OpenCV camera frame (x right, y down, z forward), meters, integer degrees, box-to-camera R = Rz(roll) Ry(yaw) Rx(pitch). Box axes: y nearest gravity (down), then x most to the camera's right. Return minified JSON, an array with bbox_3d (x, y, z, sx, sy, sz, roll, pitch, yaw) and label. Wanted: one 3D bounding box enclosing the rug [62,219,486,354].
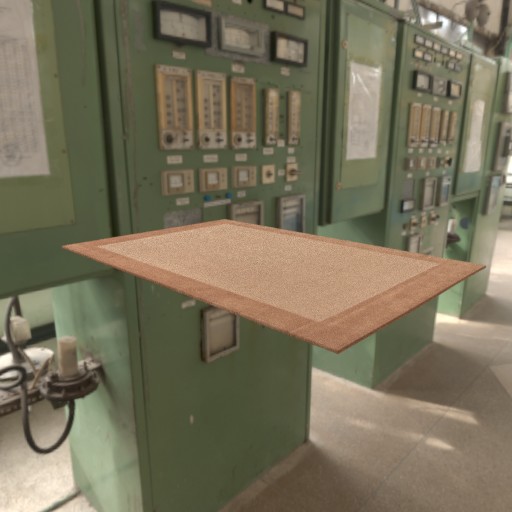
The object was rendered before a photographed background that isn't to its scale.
[{"bbox_3d":[0.000,0.000,2.272,1.829,0.014,1.219,14,20,42],"label":"rug"}]
